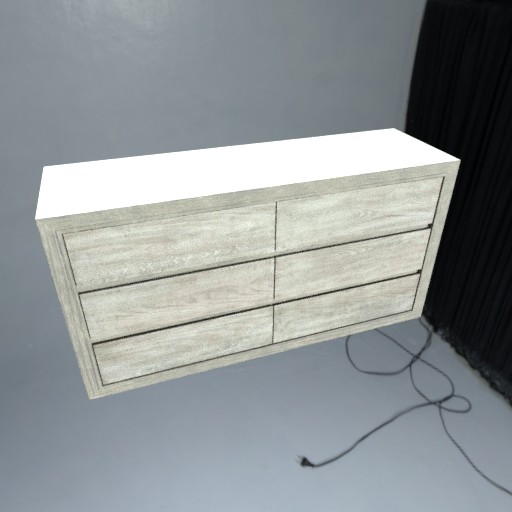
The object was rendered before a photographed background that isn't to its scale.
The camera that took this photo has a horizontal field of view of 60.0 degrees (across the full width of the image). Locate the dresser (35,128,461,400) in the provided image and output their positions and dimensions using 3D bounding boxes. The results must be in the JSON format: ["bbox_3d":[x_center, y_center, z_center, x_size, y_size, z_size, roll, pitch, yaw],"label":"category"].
[{"bbox_3d":[0.000,0.000,2.038,1.628,0.889,0.483,-10,34,-16],"label":"dresser"}]
